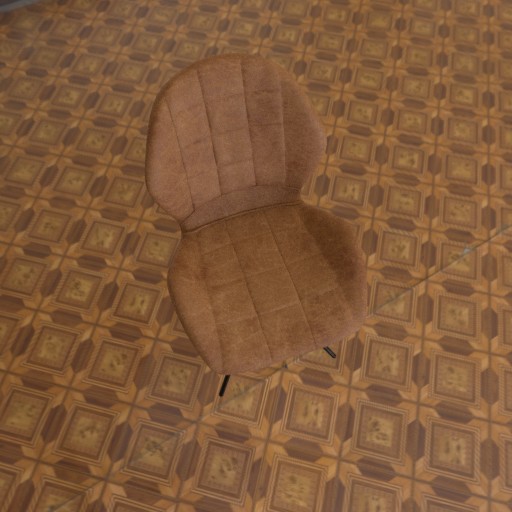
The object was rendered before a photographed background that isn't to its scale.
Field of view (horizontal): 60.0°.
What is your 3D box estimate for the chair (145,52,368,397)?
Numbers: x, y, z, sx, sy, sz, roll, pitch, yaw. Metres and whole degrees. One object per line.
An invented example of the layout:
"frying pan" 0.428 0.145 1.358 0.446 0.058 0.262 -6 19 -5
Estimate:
"chair" 0.000 0.000 1.310 0.527 0.929 0.640 -16 64 -8
